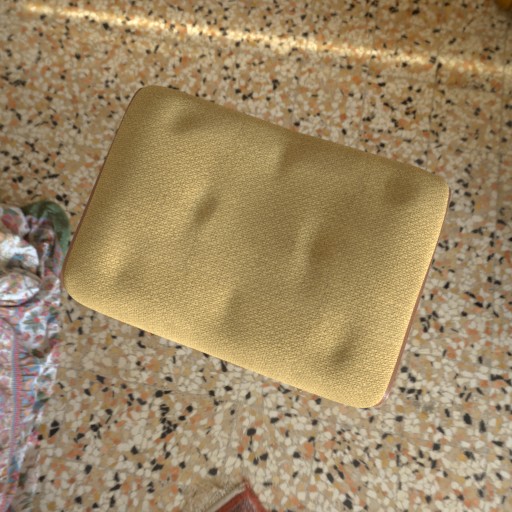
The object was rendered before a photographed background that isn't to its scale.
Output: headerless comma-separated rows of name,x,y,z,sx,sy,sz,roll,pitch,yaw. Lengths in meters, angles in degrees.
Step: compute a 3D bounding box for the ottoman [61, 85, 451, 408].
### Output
ottoman,0.000,0.000,0.813,0.520,0.391,0.394,19,75,5
